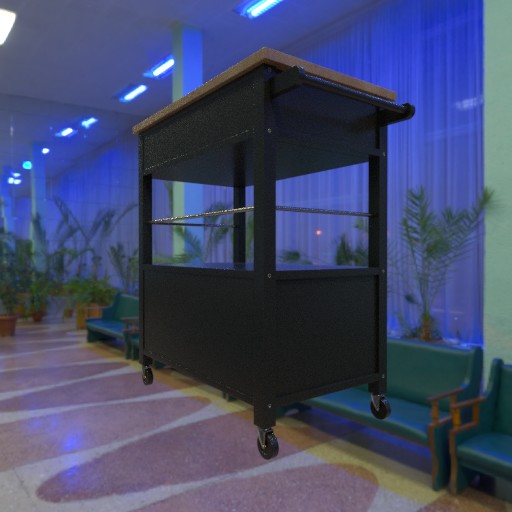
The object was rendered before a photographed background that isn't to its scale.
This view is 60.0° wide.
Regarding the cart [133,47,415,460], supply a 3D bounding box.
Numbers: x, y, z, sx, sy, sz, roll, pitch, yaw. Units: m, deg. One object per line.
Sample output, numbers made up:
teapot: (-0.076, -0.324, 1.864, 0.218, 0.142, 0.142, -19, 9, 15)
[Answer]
cart: (0.000, 0.000, 1.361, 0.459, 0.901, 0.840, 0, 1, -36)
